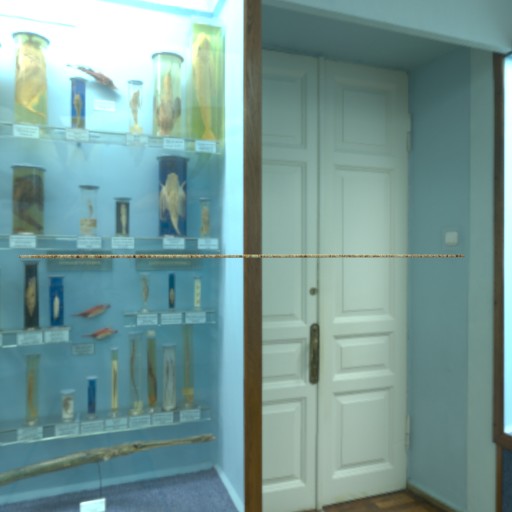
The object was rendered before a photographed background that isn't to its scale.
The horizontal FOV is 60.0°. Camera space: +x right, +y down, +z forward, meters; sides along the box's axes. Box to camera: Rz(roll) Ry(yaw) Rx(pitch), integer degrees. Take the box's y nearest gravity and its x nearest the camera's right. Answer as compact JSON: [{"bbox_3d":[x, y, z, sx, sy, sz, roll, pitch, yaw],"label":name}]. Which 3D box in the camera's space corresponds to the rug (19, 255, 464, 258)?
[{"bbox_3d":[0.000,0.000,2.461,2.237,0.014,0.680,0,0,-17],"label":"rug"}]
